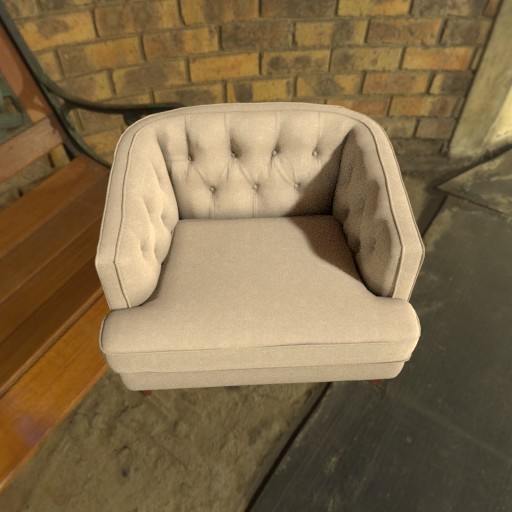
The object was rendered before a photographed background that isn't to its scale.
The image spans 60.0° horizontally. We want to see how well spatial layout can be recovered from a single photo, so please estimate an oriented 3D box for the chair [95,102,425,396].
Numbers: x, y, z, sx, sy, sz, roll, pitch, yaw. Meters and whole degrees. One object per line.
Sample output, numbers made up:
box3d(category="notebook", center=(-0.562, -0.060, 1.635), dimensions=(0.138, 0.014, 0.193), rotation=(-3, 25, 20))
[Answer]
box3d(category="chair", center=(0.000, 0.000, 1.795), dimensions=(1.104, 0.852, 0.941), rotation=(-2, 46, -2))
